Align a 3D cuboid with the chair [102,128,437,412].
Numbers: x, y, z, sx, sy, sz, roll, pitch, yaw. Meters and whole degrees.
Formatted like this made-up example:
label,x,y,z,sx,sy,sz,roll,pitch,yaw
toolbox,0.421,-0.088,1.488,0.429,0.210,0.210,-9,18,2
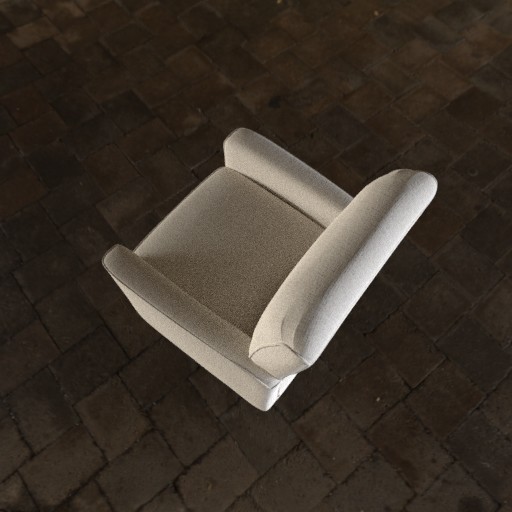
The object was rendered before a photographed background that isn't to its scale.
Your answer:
label,x,y,z,sx,sy,sz,roll,pitch,yaw
chair,0.000,0.000,1.699,0.858,1.028,0.841,35,68,16
